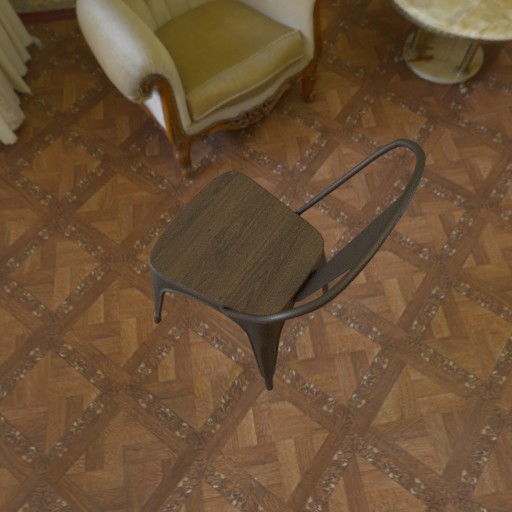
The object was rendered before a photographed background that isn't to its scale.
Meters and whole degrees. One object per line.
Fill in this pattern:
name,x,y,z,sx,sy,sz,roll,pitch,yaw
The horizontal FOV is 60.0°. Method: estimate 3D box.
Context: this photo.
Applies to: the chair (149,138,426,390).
chair,0.000,0.000,1.126,0.532,0.844,0.451,32,68,15
